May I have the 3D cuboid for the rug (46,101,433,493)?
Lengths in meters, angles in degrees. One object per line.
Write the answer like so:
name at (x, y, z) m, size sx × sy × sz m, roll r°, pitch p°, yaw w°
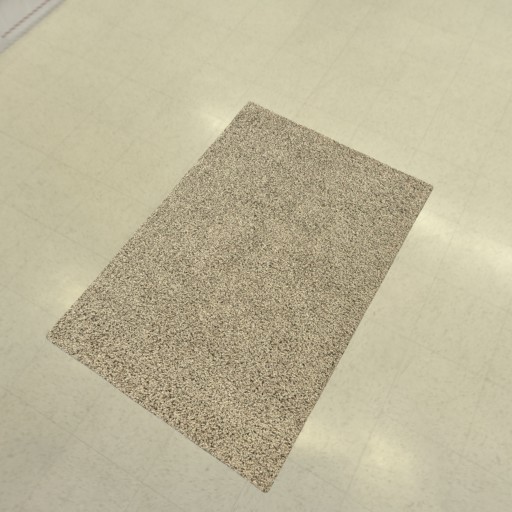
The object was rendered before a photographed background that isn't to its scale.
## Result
rug at (0.000, 0.000, 2.268) m, size 1.219 × 0.030 × 1.778 m, roll 29°, pitch 67°, yaw 14°
